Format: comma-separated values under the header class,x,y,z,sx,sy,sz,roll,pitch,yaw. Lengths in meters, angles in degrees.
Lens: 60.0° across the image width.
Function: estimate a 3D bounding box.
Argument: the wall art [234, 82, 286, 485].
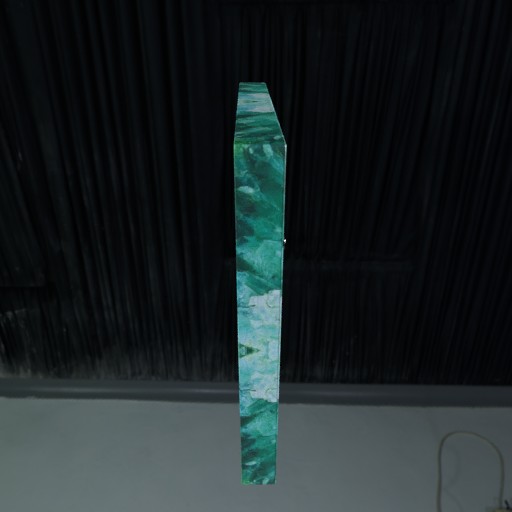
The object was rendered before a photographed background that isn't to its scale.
class,x,y,z,sx,sy,sz,roll,pitch,yaw
wall art,0.000,0.000,0.473,0.033,0.313,0.313,-1,28,-1
